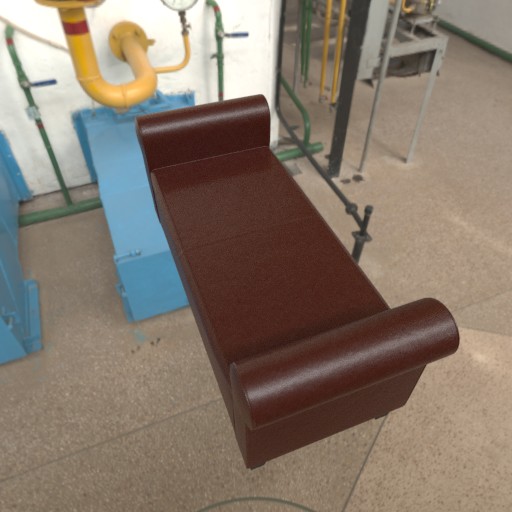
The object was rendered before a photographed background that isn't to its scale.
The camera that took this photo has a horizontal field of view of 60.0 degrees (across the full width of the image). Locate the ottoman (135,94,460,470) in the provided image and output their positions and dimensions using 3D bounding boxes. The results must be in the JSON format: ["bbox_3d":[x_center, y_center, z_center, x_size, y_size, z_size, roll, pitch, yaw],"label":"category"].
[{"bbox_3d":[0.000,0.000,1.500,0.521,0.547,1.256,-15,48,-15],"label":"ottoman"}]
